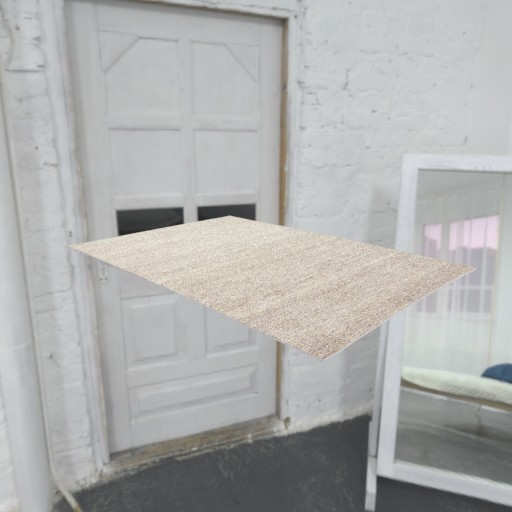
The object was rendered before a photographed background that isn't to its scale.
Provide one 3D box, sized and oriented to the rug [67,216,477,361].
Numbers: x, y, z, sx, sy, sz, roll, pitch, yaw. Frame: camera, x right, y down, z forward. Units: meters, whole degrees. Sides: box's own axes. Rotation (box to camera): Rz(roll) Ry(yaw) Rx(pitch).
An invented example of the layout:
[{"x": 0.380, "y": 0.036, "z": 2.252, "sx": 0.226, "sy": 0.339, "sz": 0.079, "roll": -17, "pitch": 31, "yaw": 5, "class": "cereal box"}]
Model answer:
[{"x": 0.000, "y": 0.000, "z": 3.020, "sx": 1.609, "sy": 0.030, "sz": 2.342, "roll": -16, "pitch": 23, "yaw": -43, "class": "rug"}]
